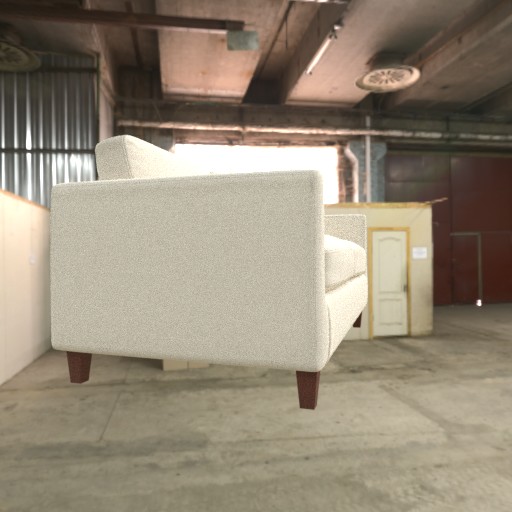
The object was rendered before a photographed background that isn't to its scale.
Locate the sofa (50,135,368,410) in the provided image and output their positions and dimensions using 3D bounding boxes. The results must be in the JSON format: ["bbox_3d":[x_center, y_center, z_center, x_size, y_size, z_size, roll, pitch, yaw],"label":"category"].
[{"bbox_3d":[0.000,0.000,2.154,0.964,0.888,1.702,0,0,18],"label":"sofa"}]
